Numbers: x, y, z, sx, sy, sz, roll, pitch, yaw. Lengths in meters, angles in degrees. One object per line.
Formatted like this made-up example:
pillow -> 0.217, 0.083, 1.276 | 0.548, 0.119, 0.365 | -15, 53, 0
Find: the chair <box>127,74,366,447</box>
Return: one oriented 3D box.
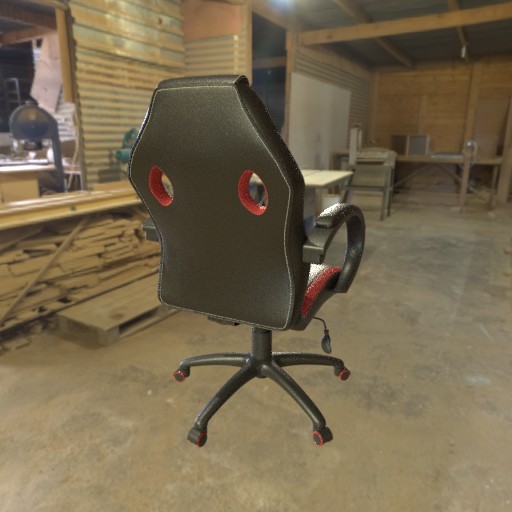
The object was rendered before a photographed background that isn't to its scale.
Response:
chair -> 0.000, 0.000, 1.661 | 0.750, 1.189, 0.783 | 8, 18, 27
